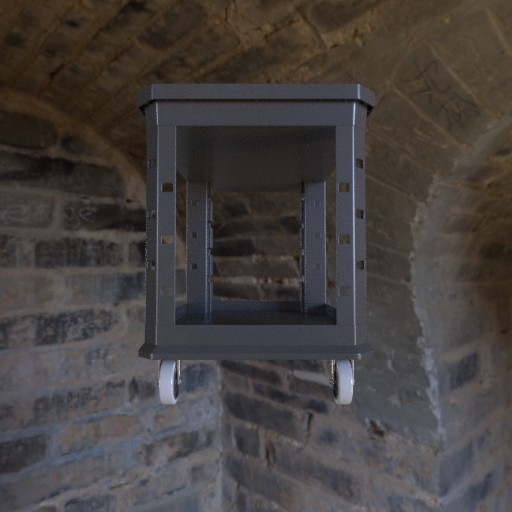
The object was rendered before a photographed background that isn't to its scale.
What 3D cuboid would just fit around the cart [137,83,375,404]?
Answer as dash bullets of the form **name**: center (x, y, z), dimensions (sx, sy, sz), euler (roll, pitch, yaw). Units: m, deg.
- **cart**: center (0.000, 0.000, 1.791), dimensions (0.674, 0.884, 1.239), euler (0, -2, 0)
